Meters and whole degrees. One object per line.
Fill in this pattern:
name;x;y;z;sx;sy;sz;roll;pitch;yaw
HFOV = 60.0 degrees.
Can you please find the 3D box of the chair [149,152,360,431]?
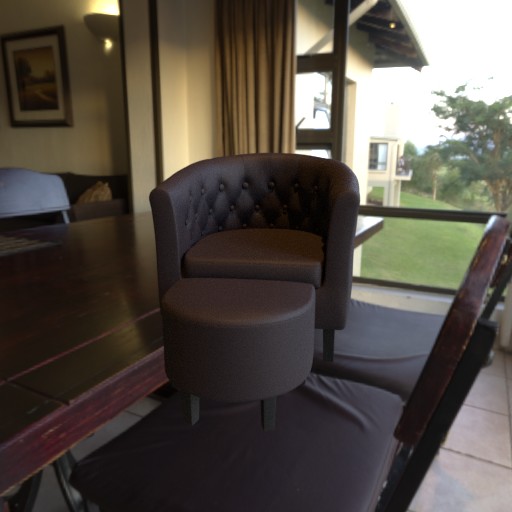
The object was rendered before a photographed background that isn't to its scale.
chair;0.000;0.000;1.686;0.763;0.760;1.191;2;14;8
